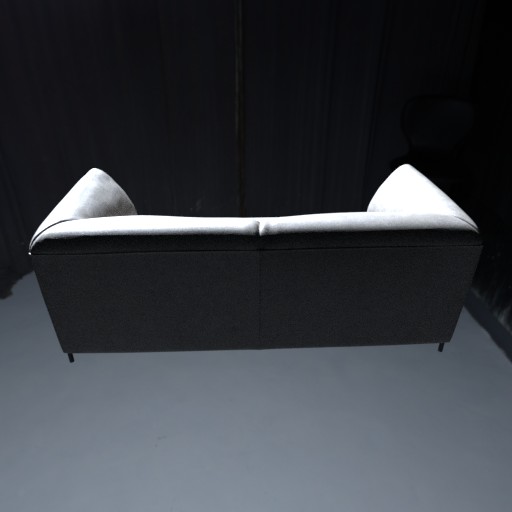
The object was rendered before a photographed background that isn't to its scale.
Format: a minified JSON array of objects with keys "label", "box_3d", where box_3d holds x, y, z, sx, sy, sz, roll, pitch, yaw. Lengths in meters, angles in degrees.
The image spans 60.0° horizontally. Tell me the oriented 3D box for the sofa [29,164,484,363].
[{"label":"sofa","box_3d":[0.000,0.000,2.307,1.878,0.747,0.905,-1,30,-2]}]
